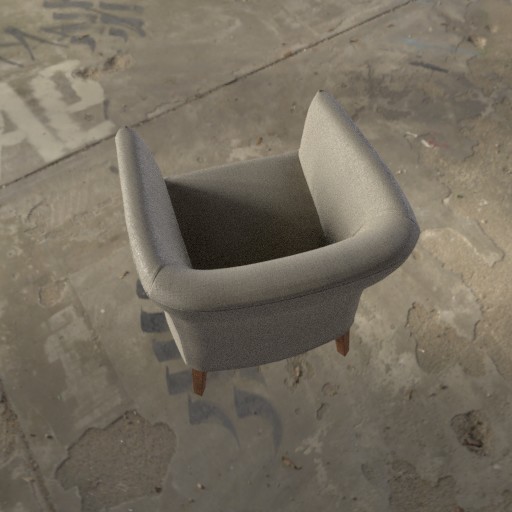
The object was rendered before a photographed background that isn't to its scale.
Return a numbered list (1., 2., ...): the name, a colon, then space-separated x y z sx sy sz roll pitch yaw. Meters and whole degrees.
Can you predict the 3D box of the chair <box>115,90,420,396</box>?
1. chair: 0.000 0.000 1.265 0.600 0.771 0.668 -13 58 -8
